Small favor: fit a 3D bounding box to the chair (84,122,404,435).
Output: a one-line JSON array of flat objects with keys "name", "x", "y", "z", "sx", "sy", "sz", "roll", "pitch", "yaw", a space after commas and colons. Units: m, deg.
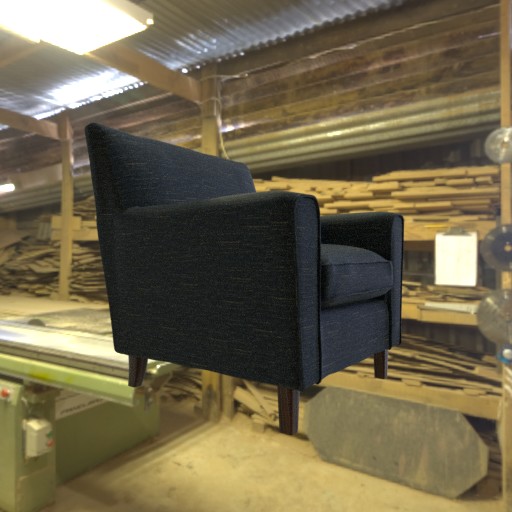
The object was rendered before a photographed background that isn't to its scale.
[{"name": "chair", "x": 0.000, "y": 0.000, "z": 1.633, "sx": 0.873, "sy": 0.928, "sz": 0.864, "roll": 0, "pitch": 0, "yaw": 37}]
